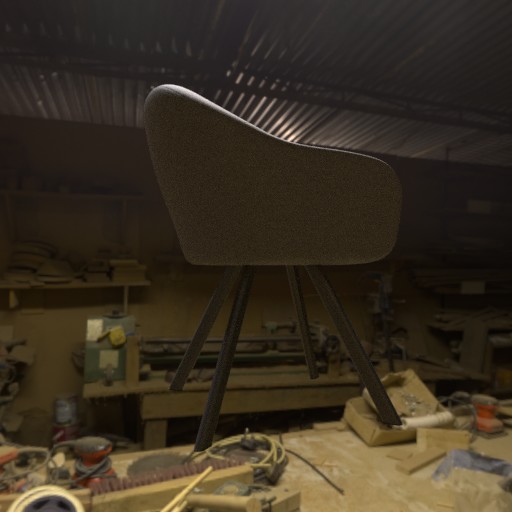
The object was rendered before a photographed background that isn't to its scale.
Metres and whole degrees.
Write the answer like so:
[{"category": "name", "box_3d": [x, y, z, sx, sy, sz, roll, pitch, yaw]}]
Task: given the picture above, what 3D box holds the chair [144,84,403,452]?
[{"category": "chair", "box_3d": [0.000, 0.000, 1.157, 0.570, 0.780, 0.540, 0, -1, -18]}]
